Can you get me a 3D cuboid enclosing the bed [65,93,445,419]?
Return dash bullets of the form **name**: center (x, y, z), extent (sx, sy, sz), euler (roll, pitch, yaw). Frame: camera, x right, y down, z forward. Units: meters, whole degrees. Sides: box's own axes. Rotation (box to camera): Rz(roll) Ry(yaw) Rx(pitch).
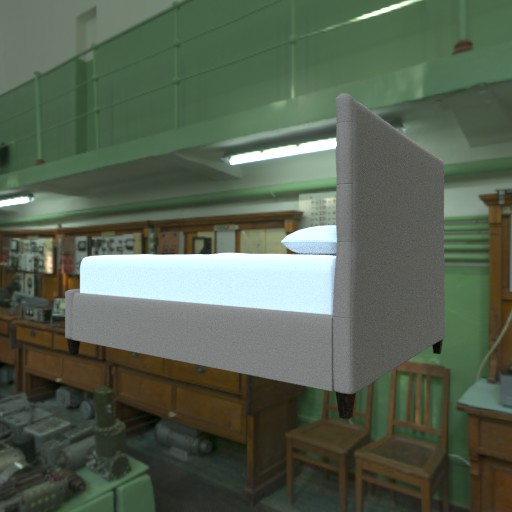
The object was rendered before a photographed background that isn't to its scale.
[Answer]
- **bed**: center (0.000, 0.000, 3.234), extent (2.233, 1.426, 1.696), euler (0, 0, 36)
